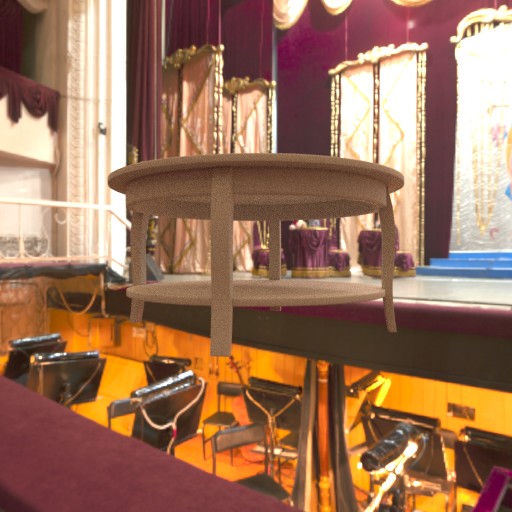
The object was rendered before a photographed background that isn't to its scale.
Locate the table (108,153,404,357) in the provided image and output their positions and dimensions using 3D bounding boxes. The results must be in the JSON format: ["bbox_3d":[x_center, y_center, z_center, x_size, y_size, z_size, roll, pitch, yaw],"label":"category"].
[{"bbox_3d":[0.000,0.000,1.434,0.910,0.457,0.910,0,0,0],"label":"table"}]
